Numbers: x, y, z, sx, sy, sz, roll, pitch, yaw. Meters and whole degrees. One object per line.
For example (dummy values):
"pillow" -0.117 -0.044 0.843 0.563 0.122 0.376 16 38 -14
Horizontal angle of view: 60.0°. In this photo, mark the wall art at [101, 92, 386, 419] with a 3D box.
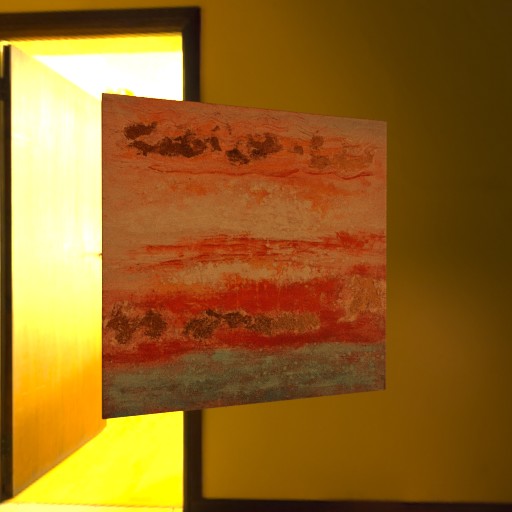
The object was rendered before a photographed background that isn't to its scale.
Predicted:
"wall art" 0.000 0.000 1.134 0.747 0.747 0.035 0 0 -17
